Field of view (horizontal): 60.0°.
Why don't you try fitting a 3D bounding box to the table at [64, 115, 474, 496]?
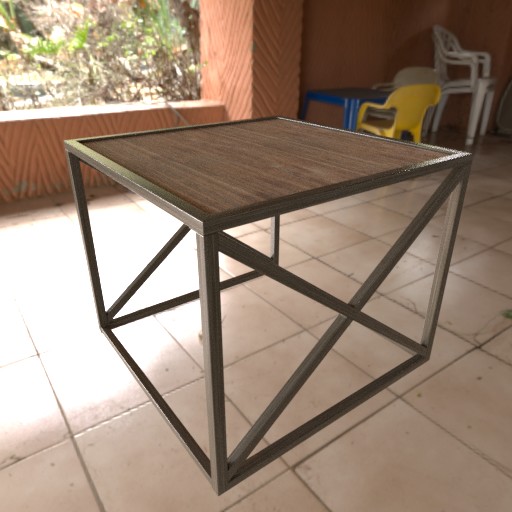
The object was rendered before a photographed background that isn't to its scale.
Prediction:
[{"bbox_3d":[0.000,0.000,1.035,0.611,0.507,0.609,-18,31,-32],"label":"table"}]
